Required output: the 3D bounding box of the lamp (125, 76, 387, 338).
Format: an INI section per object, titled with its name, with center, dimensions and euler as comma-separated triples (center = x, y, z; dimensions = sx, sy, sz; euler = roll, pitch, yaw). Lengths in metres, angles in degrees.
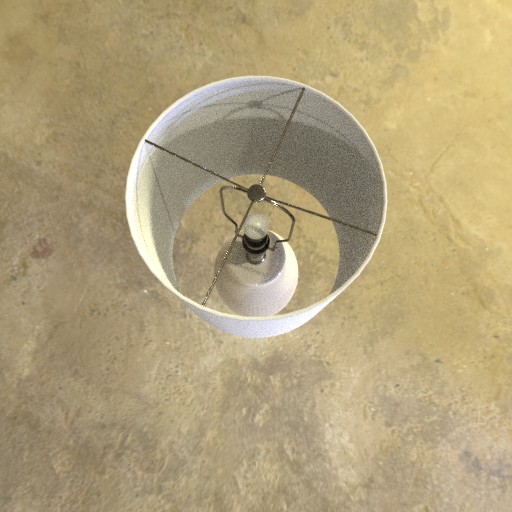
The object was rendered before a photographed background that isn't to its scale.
[lamp]
center = 0.000, 0.000, 0.586
dimensions = 0.217, 0.453, 0.217
euler = 23, 77, 6
